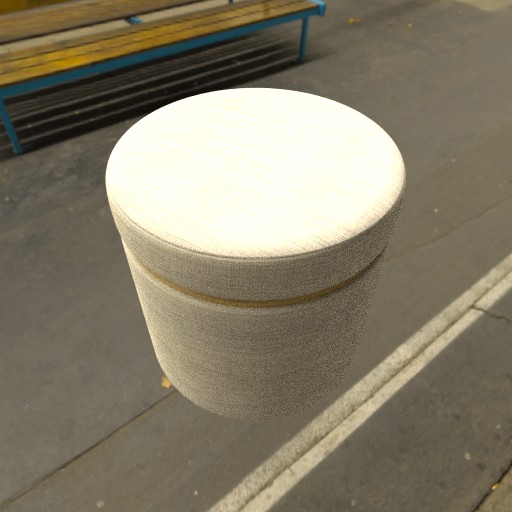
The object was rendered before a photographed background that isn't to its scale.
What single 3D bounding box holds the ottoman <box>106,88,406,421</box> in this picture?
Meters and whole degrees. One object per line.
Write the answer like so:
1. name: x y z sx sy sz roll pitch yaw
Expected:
1. ottoman: 0.000 0.000 0.735 0.400 0.406 0.400 0 46 0
